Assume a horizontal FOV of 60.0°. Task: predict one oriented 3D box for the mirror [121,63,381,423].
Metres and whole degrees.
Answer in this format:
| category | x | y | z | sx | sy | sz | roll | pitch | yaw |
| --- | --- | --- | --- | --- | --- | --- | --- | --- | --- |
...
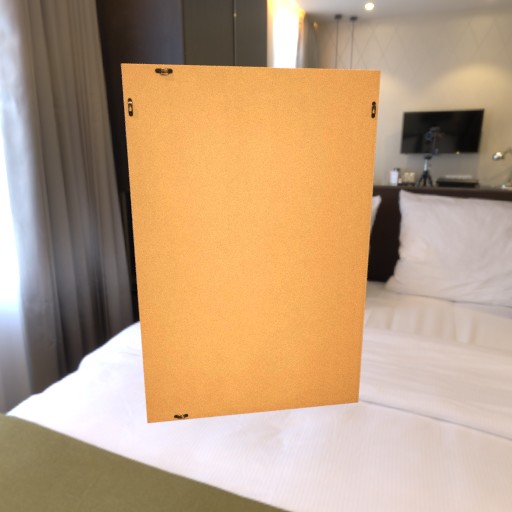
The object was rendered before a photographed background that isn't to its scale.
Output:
| category | x | y | z | sx | sy | sz | roll | pitch | yaw |
| --- | --- | --- | --- | --- | --- | --- | --- | --- | --- |
| mirror | 0.000 | 0.000 | 1.160 | 0.609 | 0.915 | 0.041 | -2 | 15 | -9 |
